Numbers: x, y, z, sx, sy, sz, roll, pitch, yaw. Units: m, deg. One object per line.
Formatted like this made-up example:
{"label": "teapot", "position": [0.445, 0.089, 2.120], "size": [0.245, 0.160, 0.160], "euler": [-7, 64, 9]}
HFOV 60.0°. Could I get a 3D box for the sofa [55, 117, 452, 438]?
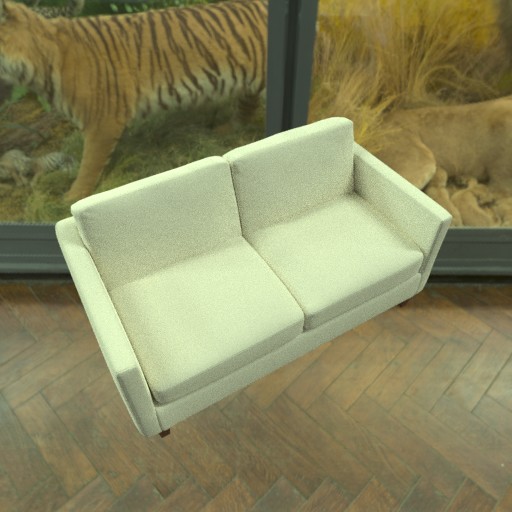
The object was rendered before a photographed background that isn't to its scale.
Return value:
{"label": "sofa", "position": [0.000, 0.000, 2.283], "size": [1.702, 0.888, 0.964], "euler": [-23, 51, -20]}
